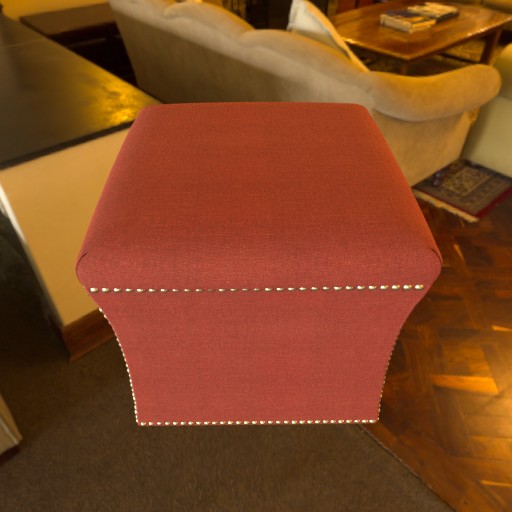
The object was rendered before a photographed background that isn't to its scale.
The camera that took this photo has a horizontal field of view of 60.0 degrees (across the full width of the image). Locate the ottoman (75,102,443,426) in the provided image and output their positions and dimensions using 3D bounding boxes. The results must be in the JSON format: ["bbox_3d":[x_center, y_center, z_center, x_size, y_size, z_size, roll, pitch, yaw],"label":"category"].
[{"bbox_3d":[0.000,0.000,0.877,0.497,0.475,0.507,0,42,-1],"label":"ottoman"}]
